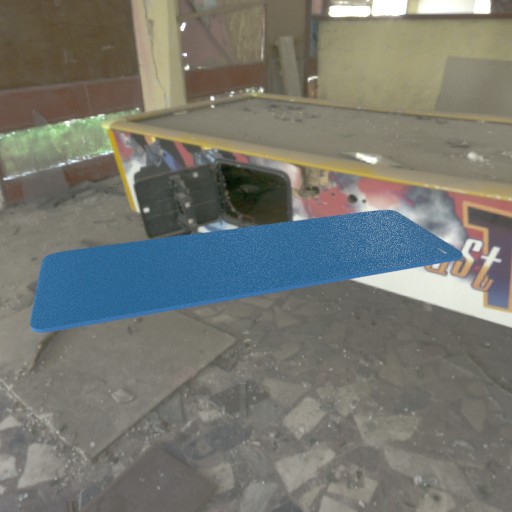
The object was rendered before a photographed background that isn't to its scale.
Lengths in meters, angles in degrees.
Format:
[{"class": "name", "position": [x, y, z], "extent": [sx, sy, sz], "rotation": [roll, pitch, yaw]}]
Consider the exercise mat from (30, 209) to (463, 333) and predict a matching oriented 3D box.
[{"class": "exercise mat", "position": [0.000, 0.000, 2.048], "extent": [1.869, 0.021, 0.616], "rotation": [-9, 29, -16]}]
